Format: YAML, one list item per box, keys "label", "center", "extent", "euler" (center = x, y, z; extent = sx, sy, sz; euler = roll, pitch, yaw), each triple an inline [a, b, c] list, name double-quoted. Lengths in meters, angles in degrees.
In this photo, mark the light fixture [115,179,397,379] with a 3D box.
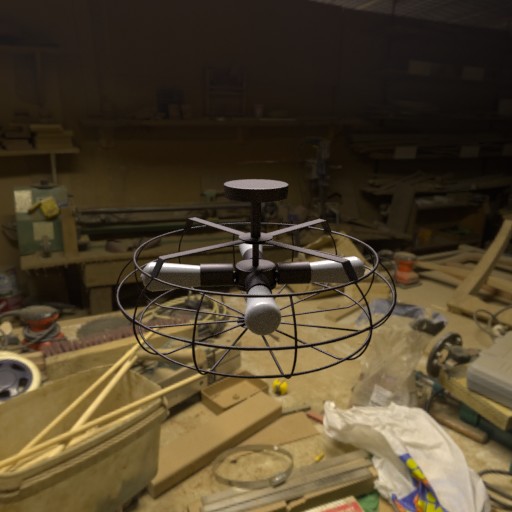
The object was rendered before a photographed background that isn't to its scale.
- label: "light fixture"
  center: [0.000, 0.000, 0.949]
  extent: [0.582, 0.311, 0.582]
  euler: [0, 16, 0]
